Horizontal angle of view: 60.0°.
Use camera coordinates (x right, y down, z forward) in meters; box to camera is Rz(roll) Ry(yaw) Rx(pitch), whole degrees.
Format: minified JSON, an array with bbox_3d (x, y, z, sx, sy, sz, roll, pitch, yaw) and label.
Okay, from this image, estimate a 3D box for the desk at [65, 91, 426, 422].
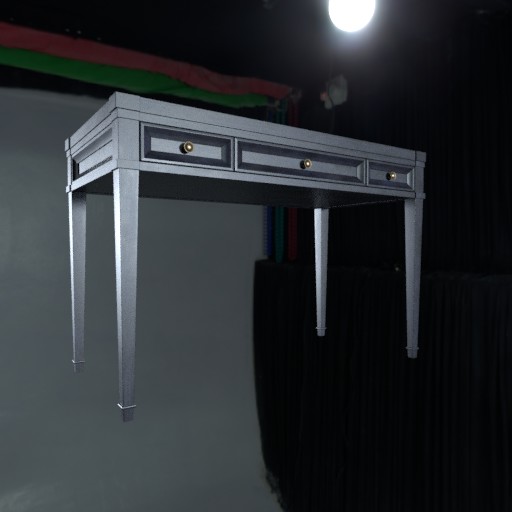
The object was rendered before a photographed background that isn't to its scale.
[{"bbox_3d":[0.000,0.000,1.757,1.289,0.861,0.630,-1,1,-34],"label":"desk"}]
